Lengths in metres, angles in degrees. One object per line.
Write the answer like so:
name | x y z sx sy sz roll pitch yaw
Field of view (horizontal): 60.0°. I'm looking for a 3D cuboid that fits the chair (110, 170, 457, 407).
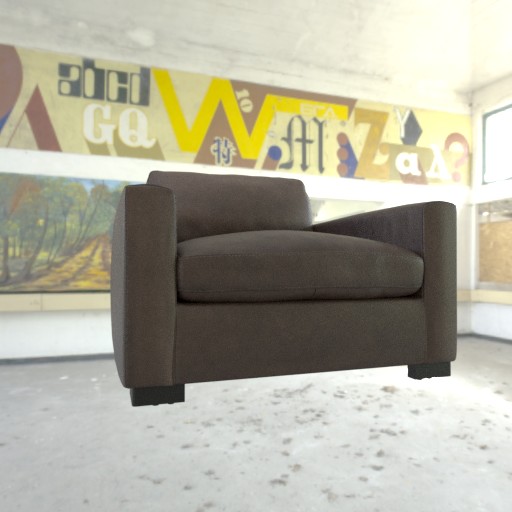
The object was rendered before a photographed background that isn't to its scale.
chair | 0.000 0.000 1.765 1.100 0.812 1.069 0 -1 -18
